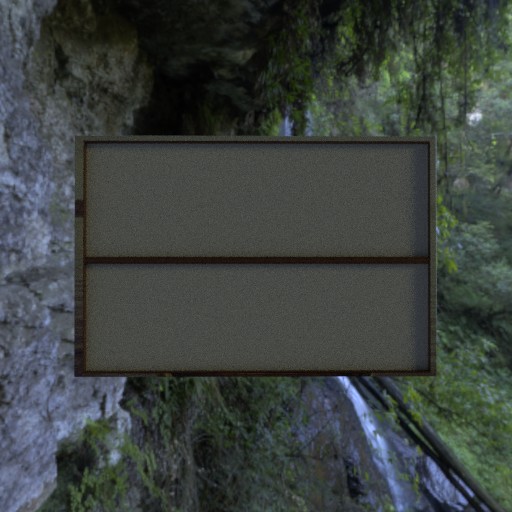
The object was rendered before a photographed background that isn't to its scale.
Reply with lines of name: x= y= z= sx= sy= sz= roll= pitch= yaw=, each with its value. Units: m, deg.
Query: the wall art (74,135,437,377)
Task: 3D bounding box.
wall art: x=0.000 y=0.000 z=1.425 sx=1.149 sy=0.765 sz=0.040 roll=0 pitch=0 yaw=0
